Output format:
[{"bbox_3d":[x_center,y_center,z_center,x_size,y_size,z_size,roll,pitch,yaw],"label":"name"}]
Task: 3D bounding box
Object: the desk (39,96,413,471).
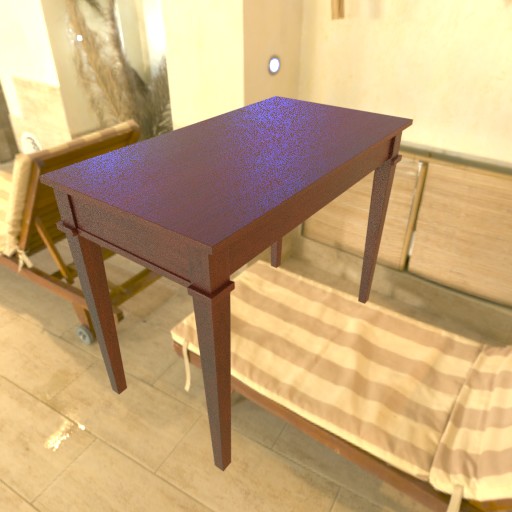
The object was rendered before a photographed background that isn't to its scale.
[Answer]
[{"bbox_3d":[0.000,0.000,1.463,0.549,0.762,1.001,22,39,30],"label":"desk"}]
